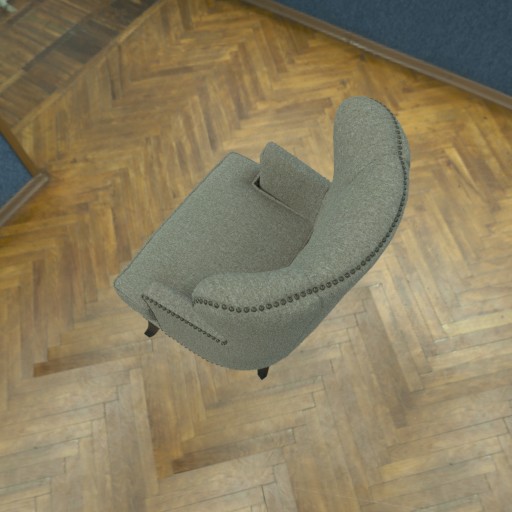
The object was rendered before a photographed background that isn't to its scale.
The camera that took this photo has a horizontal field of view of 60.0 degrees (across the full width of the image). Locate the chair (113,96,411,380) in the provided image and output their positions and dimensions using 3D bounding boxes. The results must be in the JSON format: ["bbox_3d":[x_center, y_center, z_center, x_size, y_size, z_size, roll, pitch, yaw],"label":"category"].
[{"bbox_3d":[0.000,0.000,1.567,0.758,1.060,0.759,31,67,15],"label":"chair"}]
